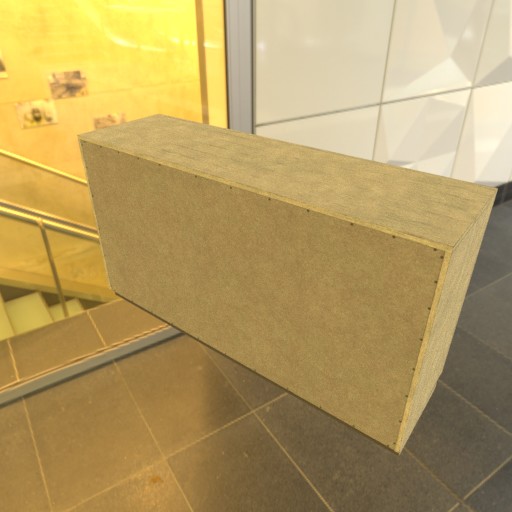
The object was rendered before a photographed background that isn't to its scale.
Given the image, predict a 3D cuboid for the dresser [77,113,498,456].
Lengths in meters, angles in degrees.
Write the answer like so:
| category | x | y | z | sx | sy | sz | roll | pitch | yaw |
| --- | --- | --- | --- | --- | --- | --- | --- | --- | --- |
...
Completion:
| category | x | y | z | sx | sy | sz | roll | pitch | yaw |
| --- | --- | --- | --- | --- | --- | --- | --- | --- | --- |
| dresser | 0.000 | 0.000 | 1.939 | 1.628 | 0.889 | 0.483 | 22 | 38 | 31 |
